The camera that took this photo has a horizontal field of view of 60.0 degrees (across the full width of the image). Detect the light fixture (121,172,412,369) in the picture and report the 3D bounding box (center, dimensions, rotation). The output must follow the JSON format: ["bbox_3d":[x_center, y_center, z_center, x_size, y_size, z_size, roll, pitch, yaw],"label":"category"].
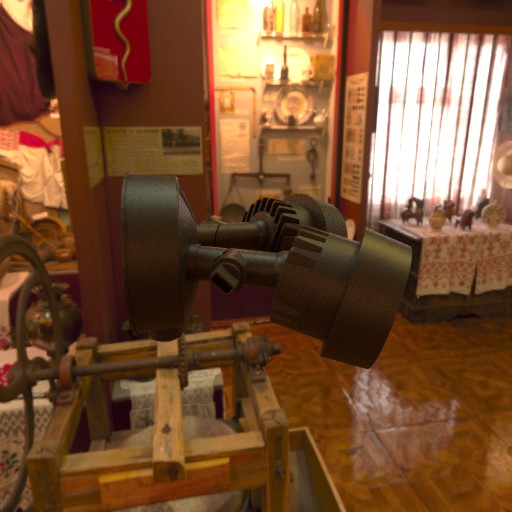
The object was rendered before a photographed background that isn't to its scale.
[{"bbox_3d":[0.000,0.000,0.313,0.168,0.120,0.213,-3,17,-9],"label":"light fixture"}]
